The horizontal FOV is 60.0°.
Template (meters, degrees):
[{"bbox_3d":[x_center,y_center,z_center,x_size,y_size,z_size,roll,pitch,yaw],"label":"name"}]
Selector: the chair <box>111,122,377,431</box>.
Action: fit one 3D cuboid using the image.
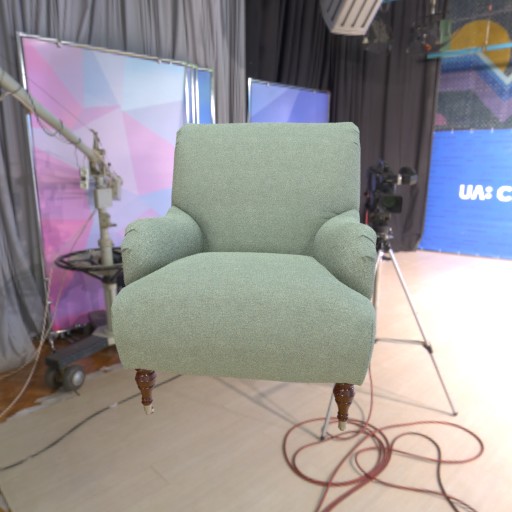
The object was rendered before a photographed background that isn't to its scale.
[{"bbox_3d":[0.000,0.000,1.974,0.964,1.178,1.060,2,14,8],"label":"chair"}]
